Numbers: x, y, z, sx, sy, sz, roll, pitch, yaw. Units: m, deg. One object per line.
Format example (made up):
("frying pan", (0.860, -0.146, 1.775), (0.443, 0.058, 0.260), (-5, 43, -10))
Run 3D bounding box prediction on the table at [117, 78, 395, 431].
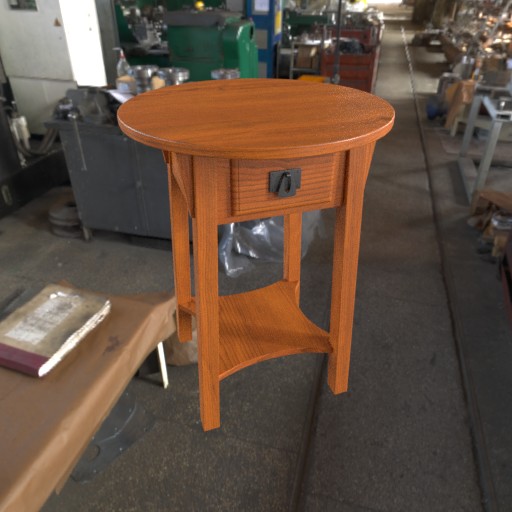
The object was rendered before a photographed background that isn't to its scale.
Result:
("table", (0.000, 0.000, 0.915), (0.457, 0.610, 0.457), (0, 32, 0))
